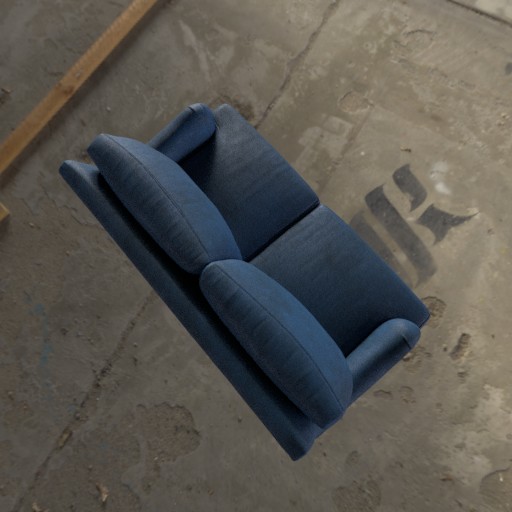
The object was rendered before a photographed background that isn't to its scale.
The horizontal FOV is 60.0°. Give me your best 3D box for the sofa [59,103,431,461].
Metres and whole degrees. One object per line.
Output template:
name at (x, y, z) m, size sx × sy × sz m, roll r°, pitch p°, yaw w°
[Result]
sofa at (0.000, 0.000, 2.537) m, size 1.084 × 1.101 × 1.853 m, roll -40°, pitch 78°, yaw -10°
